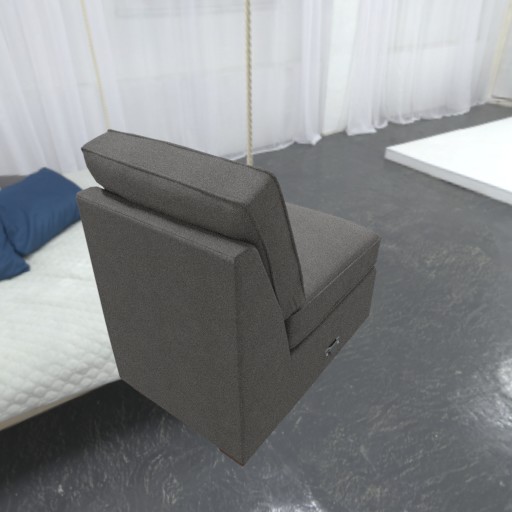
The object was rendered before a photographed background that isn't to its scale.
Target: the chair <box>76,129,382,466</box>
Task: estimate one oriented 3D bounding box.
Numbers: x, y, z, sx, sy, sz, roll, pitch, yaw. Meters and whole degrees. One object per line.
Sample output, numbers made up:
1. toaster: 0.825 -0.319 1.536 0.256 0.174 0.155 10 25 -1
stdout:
1. chair: 0.000 0.000 1.599 0.621 0.970 0.938 21 37 31
